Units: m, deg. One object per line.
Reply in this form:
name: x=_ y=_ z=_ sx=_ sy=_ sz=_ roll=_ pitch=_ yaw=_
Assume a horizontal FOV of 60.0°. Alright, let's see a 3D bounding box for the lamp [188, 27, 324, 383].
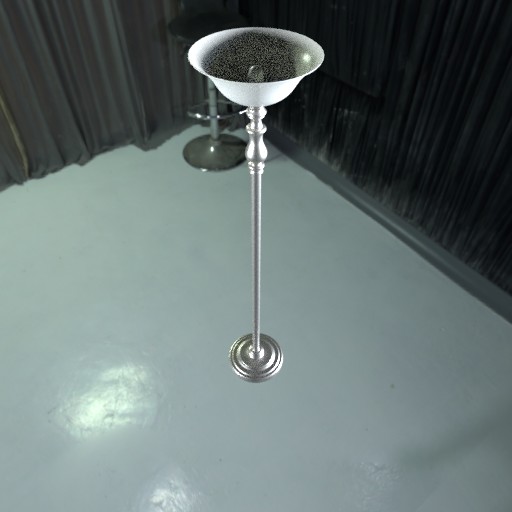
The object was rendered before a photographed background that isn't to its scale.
lamp: x=0.000 y=0.000 z=1.969 sx=0.405 sy=1.771 sz=0.405 roll=-31 pitch=54 yaw=-26
